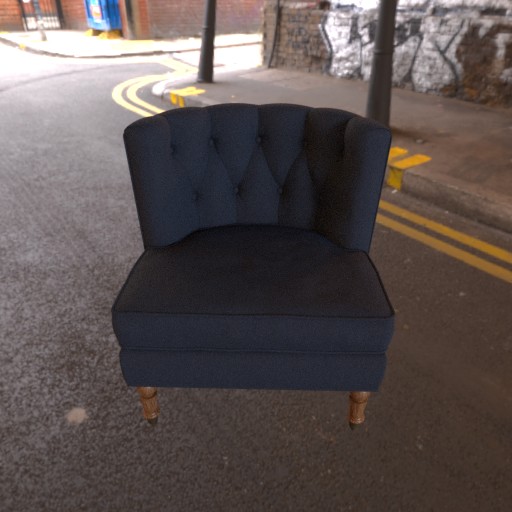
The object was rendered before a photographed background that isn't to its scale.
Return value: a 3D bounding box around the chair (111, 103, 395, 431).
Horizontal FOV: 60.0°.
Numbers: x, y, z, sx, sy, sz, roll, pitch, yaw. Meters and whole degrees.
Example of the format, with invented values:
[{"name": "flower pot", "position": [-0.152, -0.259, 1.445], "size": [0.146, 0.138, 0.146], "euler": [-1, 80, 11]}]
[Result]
[{"name": "chair", "position": [0.000, 0.000, 1.342], "size": [0.740, 0.771, 0.718], "euler": [1, 31, 1]}]
